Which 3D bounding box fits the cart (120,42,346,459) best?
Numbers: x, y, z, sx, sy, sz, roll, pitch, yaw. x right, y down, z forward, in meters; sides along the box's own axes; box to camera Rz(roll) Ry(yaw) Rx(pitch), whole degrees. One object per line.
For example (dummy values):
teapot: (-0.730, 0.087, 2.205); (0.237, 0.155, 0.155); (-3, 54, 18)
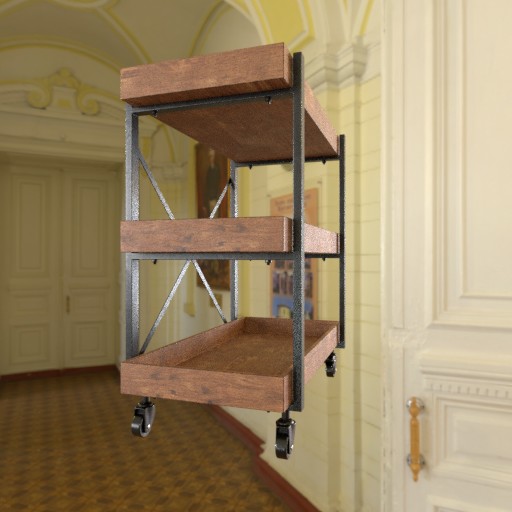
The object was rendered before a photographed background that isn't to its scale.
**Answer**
cart: (0.000, 0.000, 1.240); (0.411, 0.800, 0.750); (0, 0, 19)
